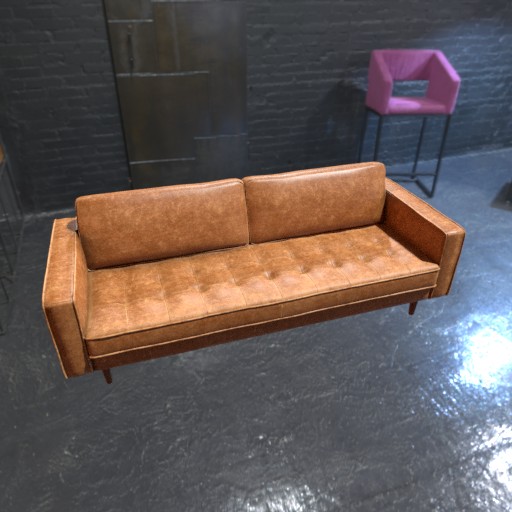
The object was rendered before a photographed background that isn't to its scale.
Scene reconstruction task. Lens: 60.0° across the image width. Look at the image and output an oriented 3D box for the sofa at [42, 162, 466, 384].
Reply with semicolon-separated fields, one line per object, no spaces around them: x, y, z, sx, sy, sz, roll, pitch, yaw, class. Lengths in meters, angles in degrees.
0.000;0.000;2.580;2.199;0.779;0.886;-10;33;-15;sofa
